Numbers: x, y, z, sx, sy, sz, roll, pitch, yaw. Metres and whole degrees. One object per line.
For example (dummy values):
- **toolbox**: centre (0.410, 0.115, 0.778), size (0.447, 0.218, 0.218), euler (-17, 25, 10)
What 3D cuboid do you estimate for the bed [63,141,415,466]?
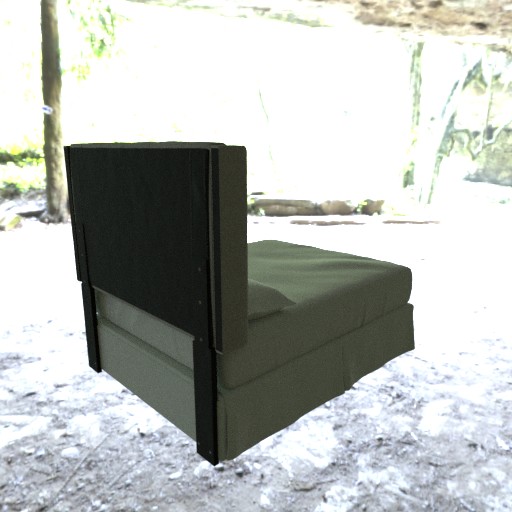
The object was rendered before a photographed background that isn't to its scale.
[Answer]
- **bed**: centre (0.000, 0.000, 3.356), size (2.066, 1.665, 1.719), euler (-13, 19, -42)
